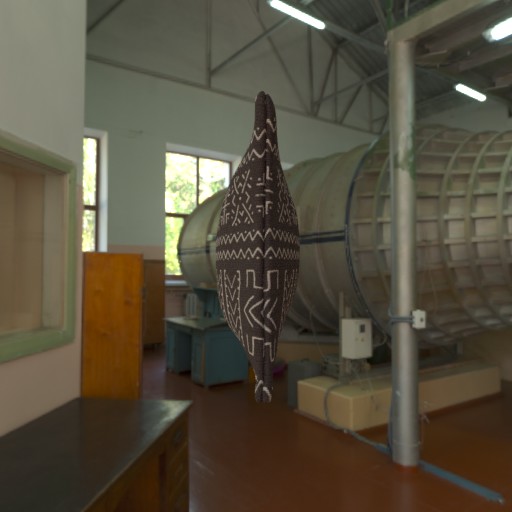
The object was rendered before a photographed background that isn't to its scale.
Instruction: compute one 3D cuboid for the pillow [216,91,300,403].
[{"bbox_3d":[0.000,0.000,0.776,0.135,0.322,0.667,0,-2,0],"label":"pillow"}]
